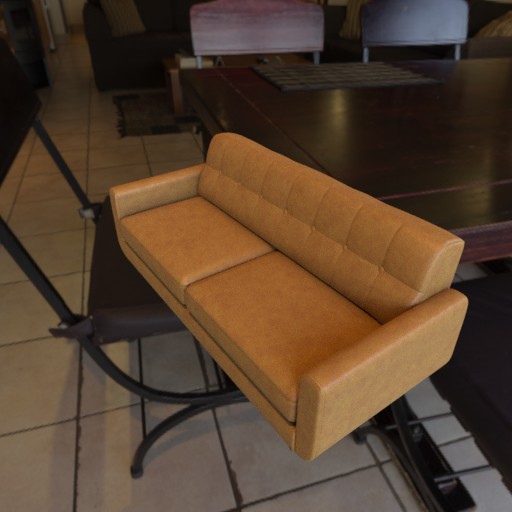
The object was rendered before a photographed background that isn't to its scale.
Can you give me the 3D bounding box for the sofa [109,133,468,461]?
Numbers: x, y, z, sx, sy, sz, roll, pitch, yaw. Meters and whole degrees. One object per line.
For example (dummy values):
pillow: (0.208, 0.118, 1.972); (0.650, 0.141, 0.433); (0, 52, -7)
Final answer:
sofa: (0.000, 0.000, 2.610); (0.980, 0.892, 2.137); (-21, 39, -29)
